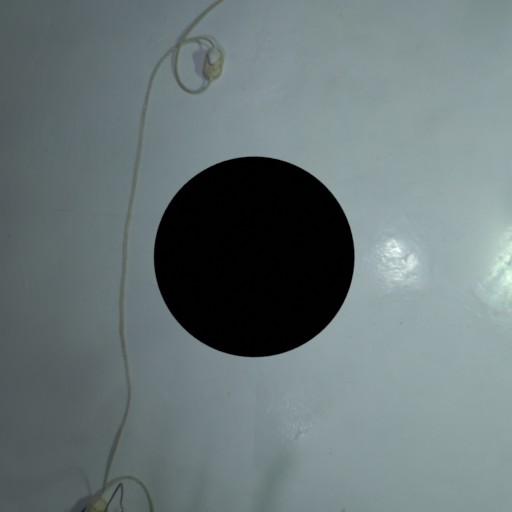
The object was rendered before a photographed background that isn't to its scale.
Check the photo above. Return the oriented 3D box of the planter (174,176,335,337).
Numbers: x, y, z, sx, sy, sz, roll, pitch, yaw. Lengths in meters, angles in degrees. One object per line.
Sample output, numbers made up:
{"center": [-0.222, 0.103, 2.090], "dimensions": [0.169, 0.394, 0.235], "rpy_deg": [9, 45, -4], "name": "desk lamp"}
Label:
{"center": [0.000, 0.000, 0.128], "dimensions": [0.045, 0.103, 0.045], "rpy_deg": [0, 90, 1], "name": "planter"}
